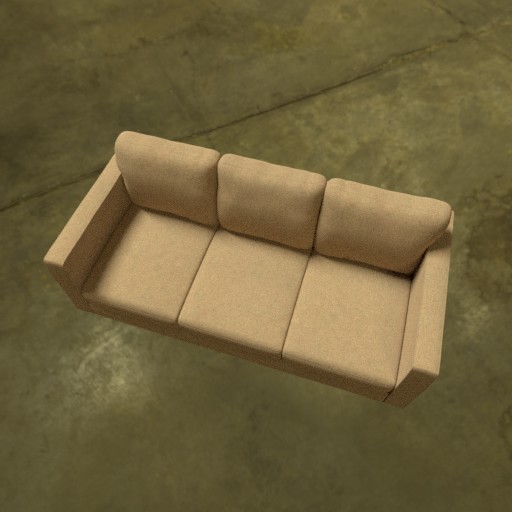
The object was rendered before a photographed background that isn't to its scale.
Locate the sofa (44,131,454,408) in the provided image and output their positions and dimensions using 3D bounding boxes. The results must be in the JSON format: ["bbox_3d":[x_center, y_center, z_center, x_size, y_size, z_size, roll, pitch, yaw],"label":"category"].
[{"bbox_3d":[0.000,0.000,2.344,1.855,0.800,0.930,15,58,9],"label":"sofa"}]
